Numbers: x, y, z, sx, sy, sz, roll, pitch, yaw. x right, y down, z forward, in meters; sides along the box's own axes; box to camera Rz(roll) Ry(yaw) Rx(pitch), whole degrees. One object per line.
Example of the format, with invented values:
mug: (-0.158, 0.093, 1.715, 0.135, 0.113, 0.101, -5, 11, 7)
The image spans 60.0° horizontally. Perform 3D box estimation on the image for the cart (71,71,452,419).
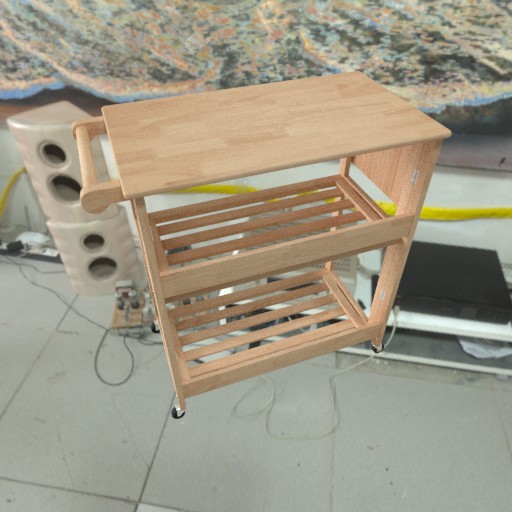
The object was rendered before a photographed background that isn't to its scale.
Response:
cart: (0.000, 0.000, 1.363, 0.853, 0.879, 0.432, -14, 43, -15)
